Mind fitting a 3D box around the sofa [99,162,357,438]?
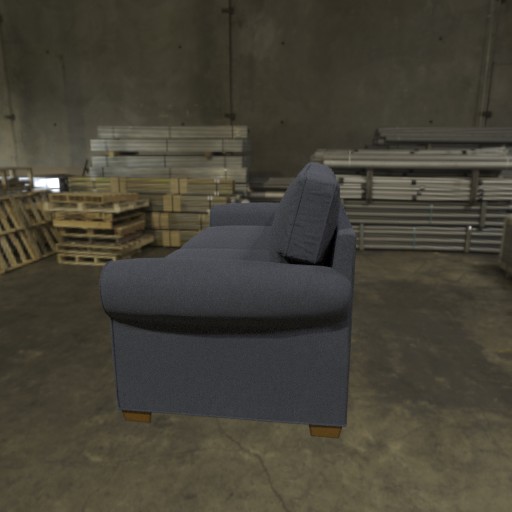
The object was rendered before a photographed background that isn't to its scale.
[{"bbox_3d":[0.000,0.000,2.527,0.951,1.031,2.009,2,14,7],"label":"sofa"}]
